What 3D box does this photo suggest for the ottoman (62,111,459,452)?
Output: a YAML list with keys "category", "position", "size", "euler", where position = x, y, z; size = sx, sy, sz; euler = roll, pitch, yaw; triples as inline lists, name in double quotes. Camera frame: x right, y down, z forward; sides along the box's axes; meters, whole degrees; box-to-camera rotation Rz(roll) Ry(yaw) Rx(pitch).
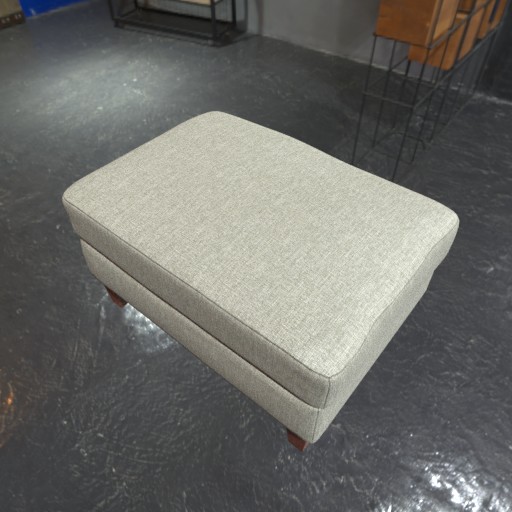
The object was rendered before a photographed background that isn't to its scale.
- category: "ottoman"
  position: [0.000, 0.000, 1.276]
  size: [0.873, 0.494, 0.639]
  euler: [31, 53, 26]
